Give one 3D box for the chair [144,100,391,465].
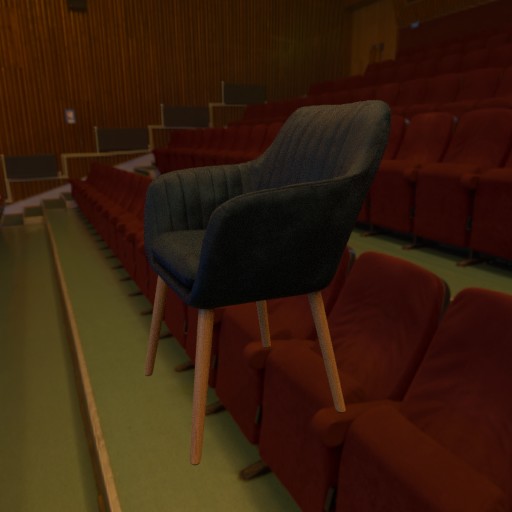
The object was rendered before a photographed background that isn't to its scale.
[{"bbox_3d":[0.000,0.000,1.241,0.573,0.826,0.578,-8,17,-26],"label":"chair"}]
